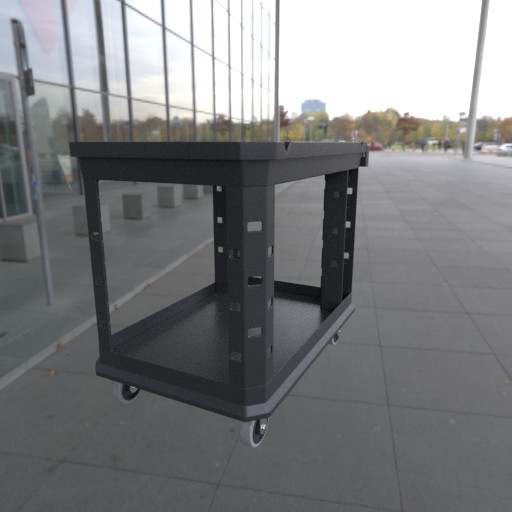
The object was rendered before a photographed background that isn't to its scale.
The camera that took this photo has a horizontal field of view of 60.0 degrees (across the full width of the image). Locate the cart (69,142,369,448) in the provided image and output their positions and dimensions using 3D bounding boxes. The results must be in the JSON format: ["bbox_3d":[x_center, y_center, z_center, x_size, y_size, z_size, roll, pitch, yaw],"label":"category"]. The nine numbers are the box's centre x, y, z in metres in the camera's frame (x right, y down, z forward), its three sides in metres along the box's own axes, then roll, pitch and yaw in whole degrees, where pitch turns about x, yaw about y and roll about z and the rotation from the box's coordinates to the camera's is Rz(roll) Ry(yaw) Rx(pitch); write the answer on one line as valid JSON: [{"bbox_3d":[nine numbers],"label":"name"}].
[{"bbox_3d":[0.000,0.000,1.773,0.674,0.884,1.239,7,16,26],"label":"cart"}]
